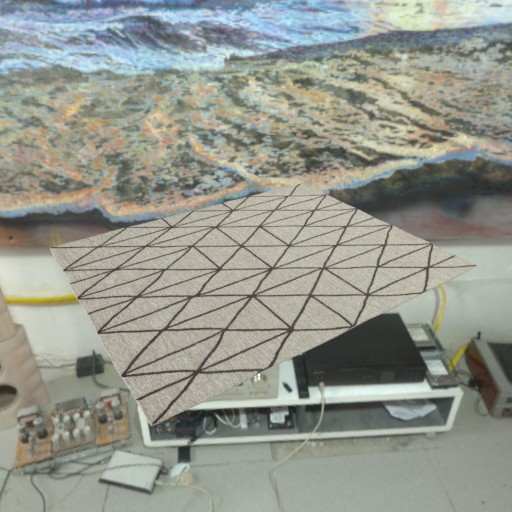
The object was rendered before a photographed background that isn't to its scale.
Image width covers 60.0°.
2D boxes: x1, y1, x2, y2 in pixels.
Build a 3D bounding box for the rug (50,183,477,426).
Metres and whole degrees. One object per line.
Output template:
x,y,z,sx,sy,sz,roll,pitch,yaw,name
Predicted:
0.000,0.000,4.033,3.061,0.022,2.468,-19,35,-29,rug
